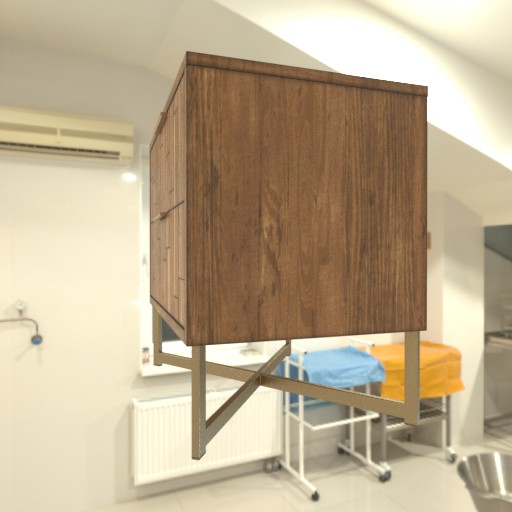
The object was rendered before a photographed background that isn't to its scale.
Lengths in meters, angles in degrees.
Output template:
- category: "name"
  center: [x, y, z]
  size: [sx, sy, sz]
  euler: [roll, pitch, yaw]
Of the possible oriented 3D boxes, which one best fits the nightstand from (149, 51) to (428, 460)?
- category: "nightstand"
  center: [0.000, 0.000, 1.010]
  size: [0.446, 0.610, 0.610]
  euler: [0, 0, -18]
